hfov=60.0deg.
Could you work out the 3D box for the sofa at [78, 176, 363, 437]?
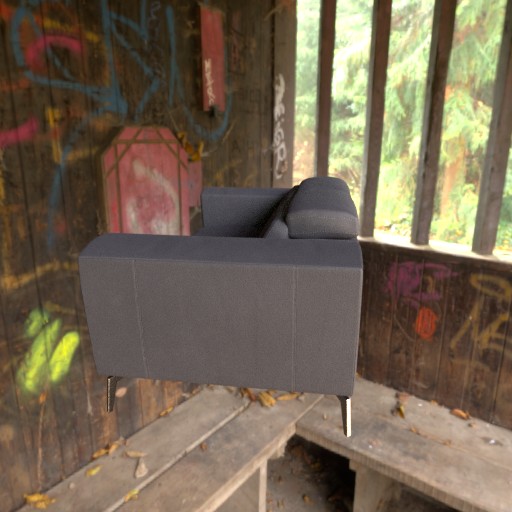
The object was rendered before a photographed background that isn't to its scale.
[{"bbox_3d":[0.000,0.000,2.414,1.003,0.779,1.895,2,16,9],"label":"sofa"}]
